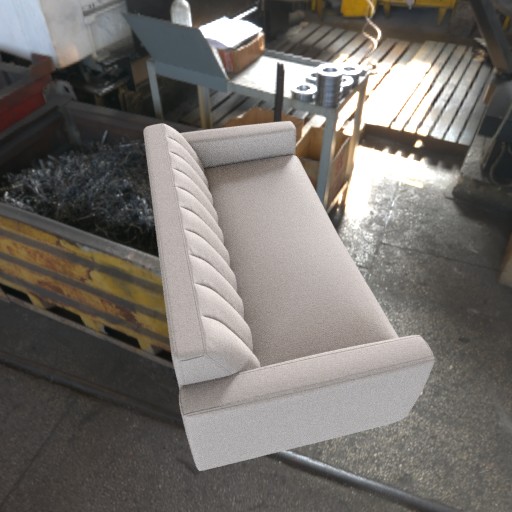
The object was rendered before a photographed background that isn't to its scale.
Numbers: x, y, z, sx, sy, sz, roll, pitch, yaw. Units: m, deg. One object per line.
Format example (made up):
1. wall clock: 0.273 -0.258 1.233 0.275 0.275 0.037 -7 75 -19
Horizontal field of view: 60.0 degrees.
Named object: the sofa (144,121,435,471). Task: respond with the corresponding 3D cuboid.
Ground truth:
1. sofa: 0.000 0.000 2.369 0.969 0.814 1.895 -10 46 -10
